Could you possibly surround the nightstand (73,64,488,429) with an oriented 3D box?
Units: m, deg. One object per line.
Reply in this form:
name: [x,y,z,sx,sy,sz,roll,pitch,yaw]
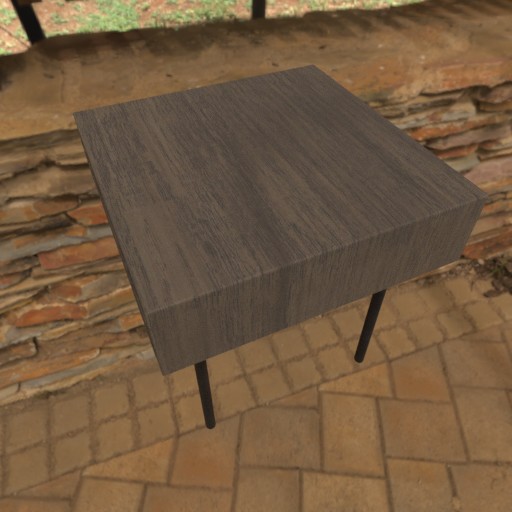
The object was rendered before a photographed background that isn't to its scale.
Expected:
nightstand: [0.000,0.000,0.894,0.503,0.497,0.502,-18,48,-17]
